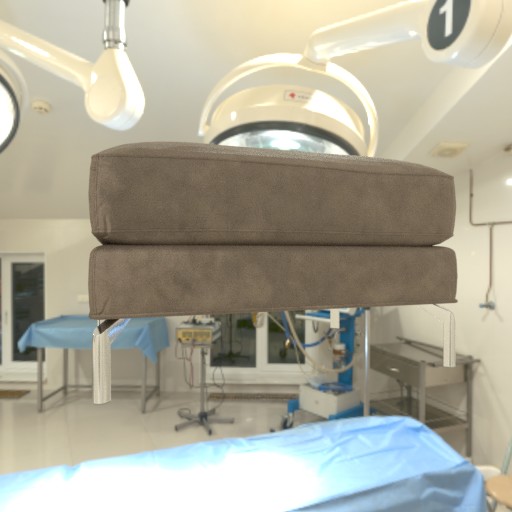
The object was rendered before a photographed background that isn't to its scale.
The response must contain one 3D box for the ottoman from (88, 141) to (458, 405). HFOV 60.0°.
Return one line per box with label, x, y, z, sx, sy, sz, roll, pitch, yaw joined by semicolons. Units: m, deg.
ottoman;0.000;0.000;1.035;0.719;0.456;0.520;0;1;-19
